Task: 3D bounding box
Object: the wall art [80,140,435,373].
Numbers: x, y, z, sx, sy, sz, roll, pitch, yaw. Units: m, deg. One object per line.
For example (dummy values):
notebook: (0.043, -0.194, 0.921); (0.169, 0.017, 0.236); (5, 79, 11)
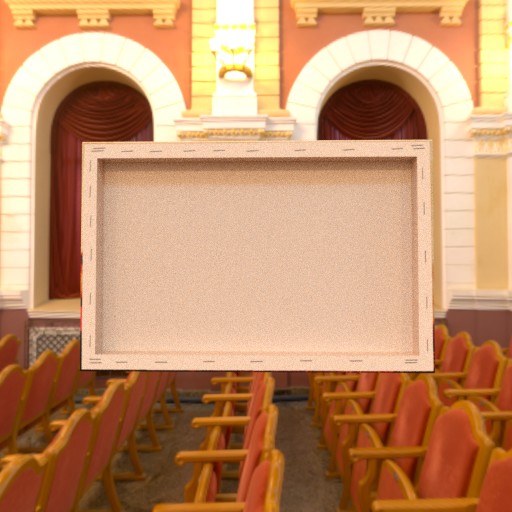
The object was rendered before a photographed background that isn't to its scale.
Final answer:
wall art: (0.000, 0.000, 0.789); (0.613, 0.402, 0.040); (0, -2, 1)
